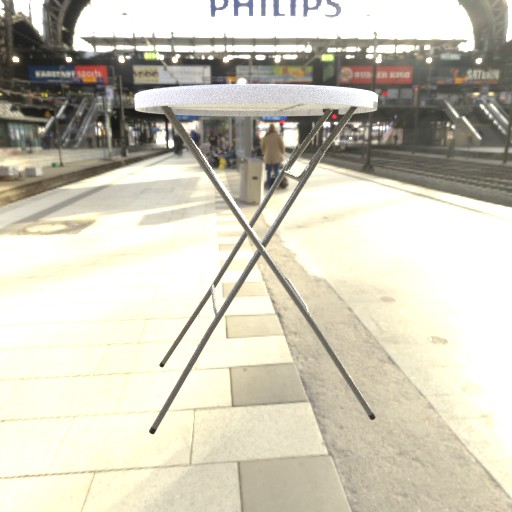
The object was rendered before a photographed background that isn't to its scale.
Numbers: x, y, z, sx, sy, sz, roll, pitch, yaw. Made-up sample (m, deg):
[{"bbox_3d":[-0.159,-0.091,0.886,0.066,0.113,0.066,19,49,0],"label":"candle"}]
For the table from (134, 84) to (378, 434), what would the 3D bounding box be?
[{"bbox_3d":[0.000,0.000,1.633,0.795,1.105,0.792,-2,15,-7],"label":"table"}]
